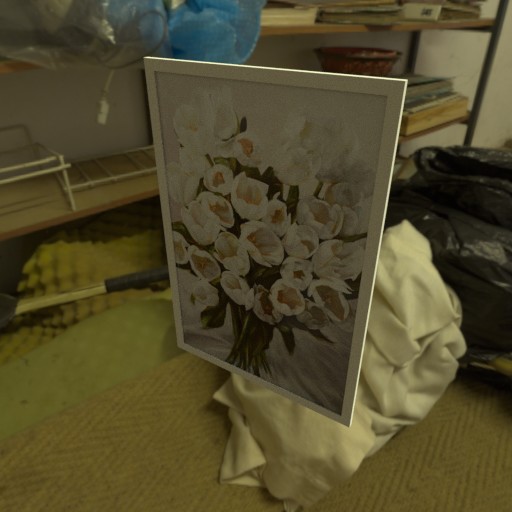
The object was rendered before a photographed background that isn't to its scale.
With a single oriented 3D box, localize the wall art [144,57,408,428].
[{"bbox_3d":[0.000,0.000,1.220,0.660,0.965,0.015,18,35,27],"label":"wall art"}]
